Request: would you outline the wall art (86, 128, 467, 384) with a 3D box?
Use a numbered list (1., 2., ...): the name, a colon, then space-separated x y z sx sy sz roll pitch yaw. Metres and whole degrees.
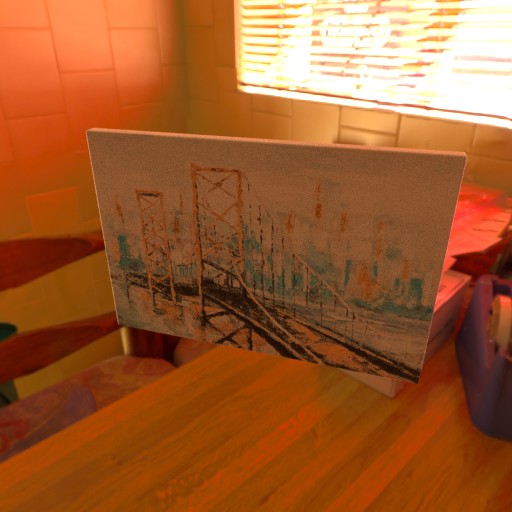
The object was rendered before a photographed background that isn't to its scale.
1. wall art: 0.000 0.000 1.176 0.913 0.609 0.038 8 28 15
